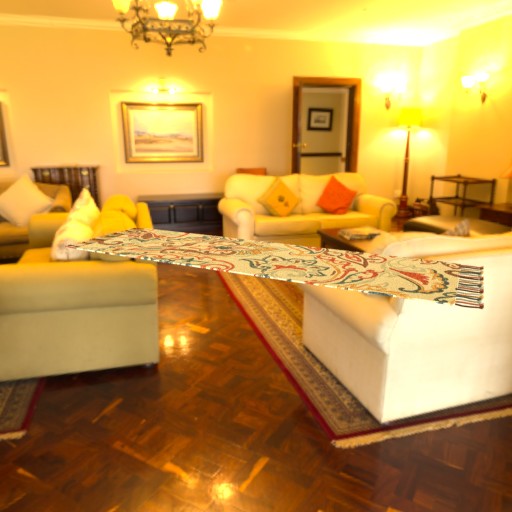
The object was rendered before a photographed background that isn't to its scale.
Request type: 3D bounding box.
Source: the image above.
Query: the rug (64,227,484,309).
[{"bbox_3d":[0.000,0.000,2.913,2.682,0.015,0.763,7,17,25],"label":"rug"}]
